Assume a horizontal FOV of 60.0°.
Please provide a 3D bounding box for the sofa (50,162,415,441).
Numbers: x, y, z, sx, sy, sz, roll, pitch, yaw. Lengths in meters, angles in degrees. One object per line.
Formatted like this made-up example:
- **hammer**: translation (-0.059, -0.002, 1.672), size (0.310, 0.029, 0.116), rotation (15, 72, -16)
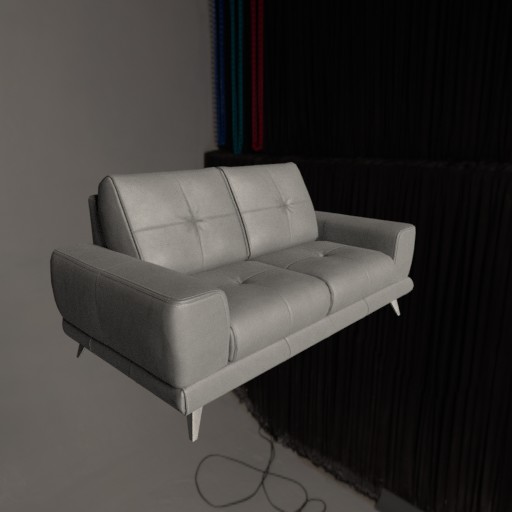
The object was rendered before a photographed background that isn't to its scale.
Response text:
- **sofa**: translation (0.000, 0.000, 2.368), size (1.018, 0.907, 1.806), rotation (14, 21, 42)
